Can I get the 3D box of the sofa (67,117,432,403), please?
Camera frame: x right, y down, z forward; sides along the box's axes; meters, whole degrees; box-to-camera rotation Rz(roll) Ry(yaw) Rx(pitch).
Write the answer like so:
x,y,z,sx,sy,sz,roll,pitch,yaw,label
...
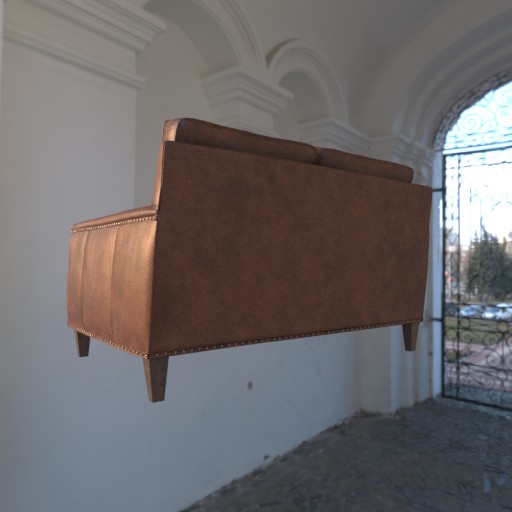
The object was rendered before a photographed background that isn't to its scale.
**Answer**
x,y,z,sx,sy,sz,roll,pitch,yaw,label
0.000,0.000,2.267,1.628,1.003,1.083,1,-1,-36,sofa
